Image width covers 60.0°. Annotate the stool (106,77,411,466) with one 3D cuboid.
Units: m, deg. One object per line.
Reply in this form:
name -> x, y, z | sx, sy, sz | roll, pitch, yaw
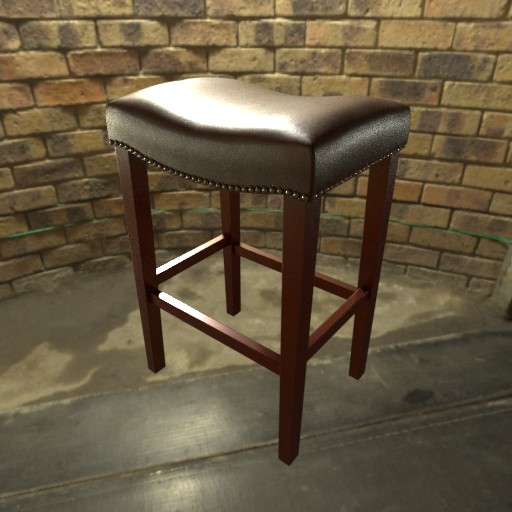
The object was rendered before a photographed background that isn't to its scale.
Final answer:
stool -> 0.000, 0.000, 1.046 | 0.504, 0.742, 0.372 | 22, 36, 33
